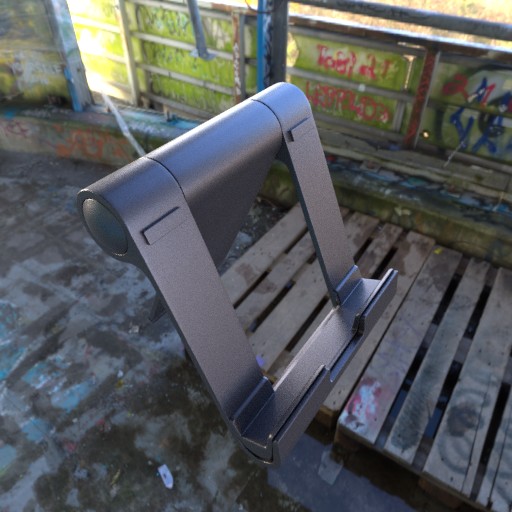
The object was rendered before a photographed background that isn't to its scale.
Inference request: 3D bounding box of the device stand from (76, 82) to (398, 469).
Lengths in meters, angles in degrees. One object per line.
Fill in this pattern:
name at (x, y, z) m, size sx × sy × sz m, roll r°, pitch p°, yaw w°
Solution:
device stand at (0.000, 0.000, 0.152) m, size 0.079 × 0.084 × 0.088 m, roll 26°, pitch 48°, yaw 26°
